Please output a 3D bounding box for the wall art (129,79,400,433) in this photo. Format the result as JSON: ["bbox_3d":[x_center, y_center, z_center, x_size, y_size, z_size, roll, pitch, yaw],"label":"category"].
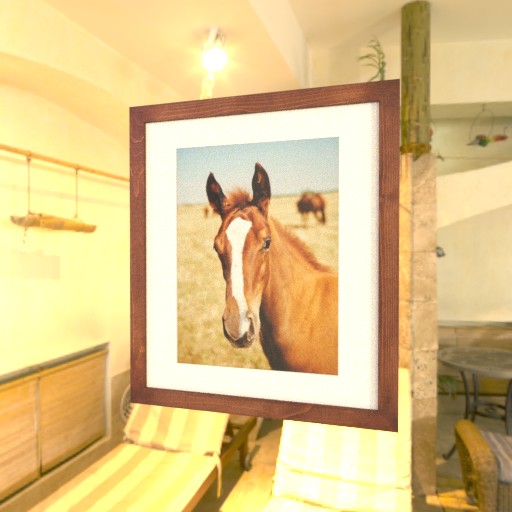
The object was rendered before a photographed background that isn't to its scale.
[{"bbox_3d":[0.000,0.000,0.538,0.330,0.381,0.030,0,1,17],"label":"wall art"}]
